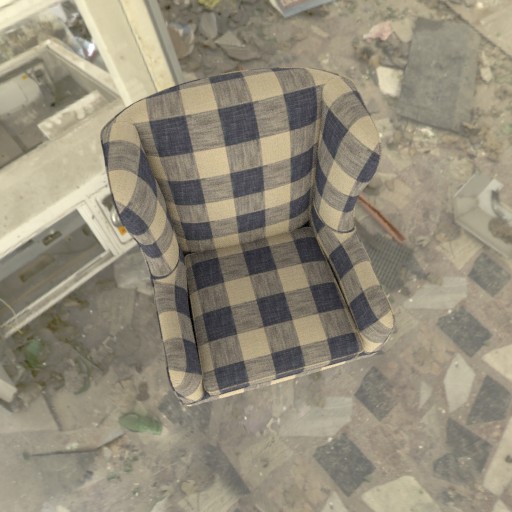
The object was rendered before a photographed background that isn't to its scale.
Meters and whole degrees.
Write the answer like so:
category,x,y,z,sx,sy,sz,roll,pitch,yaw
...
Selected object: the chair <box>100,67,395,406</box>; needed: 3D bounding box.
category,x,y,z,sx,sy,sz,roll,pitch,yaw
chair,0.000,0.000,1.719,0.830,1.041,0.889,-14,65,-6
